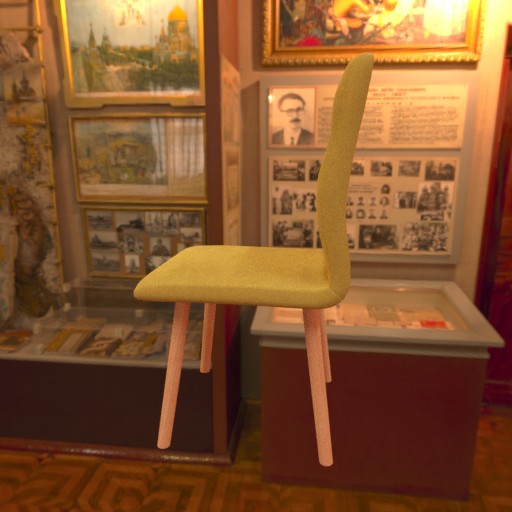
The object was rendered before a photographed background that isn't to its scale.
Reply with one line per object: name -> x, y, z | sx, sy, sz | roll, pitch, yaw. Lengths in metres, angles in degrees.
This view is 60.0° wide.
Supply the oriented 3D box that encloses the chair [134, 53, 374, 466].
chair -> 0.000, 0.000, 1.248 | 0.550, 0.965, 0.450 | 2, 14, 9
